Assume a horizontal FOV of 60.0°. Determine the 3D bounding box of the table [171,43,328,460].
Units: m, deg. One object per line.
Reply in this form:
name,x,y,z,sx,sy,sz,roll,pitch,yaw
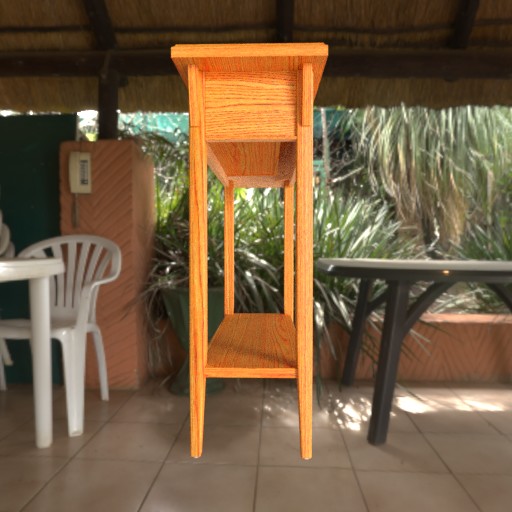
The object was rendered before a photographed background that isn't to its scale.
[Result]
table,0.000,0.000,1.105,0.254,0.711,0.762,0,1,2
